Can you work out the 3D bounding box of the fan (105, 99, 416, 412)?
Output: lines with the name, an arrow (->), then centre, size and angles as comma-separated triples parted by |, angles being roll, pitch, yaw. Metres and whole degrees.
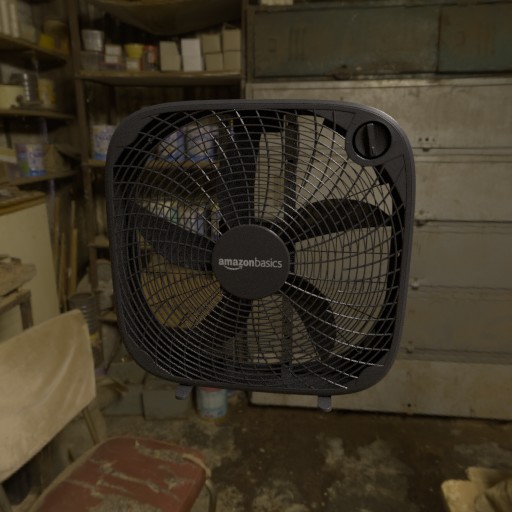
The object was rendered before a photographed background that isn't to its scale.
fan -> 0.000, 0.000, 0.806 | 0.526, 0.533, 0.142 | 2, 15, 8
